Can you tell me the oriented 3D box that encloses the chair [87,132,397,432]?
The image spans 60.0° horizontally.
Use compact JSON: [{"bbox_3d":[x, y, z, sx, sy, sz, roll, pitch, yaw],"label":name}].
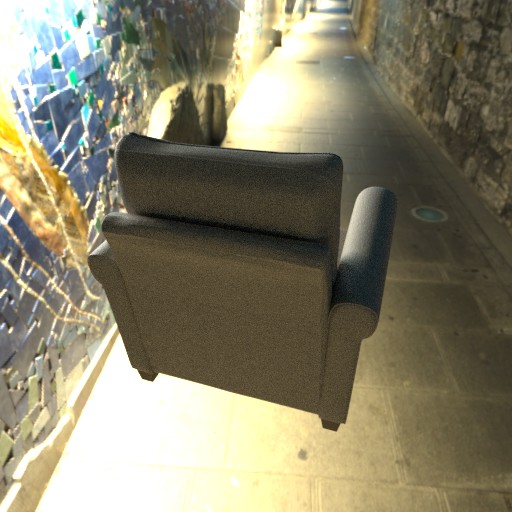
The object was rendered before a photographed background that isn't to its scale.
[{"bbox_3d":[0.000,0.000,2.231,1.275,1.349,1.180,10,33,16],"label":"chair"}]
